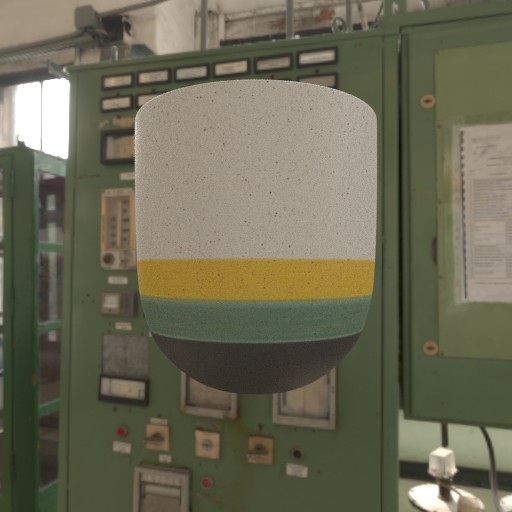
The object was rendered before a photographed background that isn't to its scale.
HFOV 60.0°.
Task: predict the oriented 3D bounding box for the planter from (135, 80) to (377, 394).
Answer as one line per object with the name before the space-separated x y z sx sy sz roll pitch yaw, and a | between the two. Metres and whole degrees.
planter | 0.000 0.000 0.368 0.195 0.214 0.195 0 -1 0
